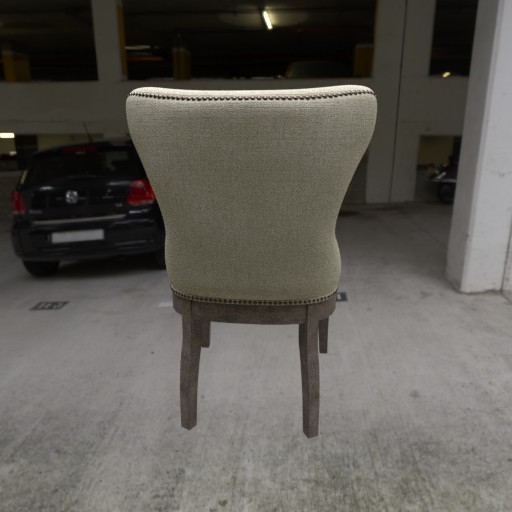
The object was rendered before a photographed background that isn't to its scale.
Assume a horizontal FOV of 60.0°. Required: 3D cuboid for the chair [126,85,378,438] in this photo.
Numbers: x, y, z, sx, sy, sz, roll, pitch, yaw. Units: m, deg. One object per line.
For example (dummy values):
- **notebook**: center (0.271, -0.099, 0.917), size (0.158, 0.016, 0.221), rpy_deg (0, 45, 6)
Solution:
- **chair**: center (0.000, 0.000, 1.449), size (0.654, 1.002, 0.681), rpy_deg (2, 16, 6)
